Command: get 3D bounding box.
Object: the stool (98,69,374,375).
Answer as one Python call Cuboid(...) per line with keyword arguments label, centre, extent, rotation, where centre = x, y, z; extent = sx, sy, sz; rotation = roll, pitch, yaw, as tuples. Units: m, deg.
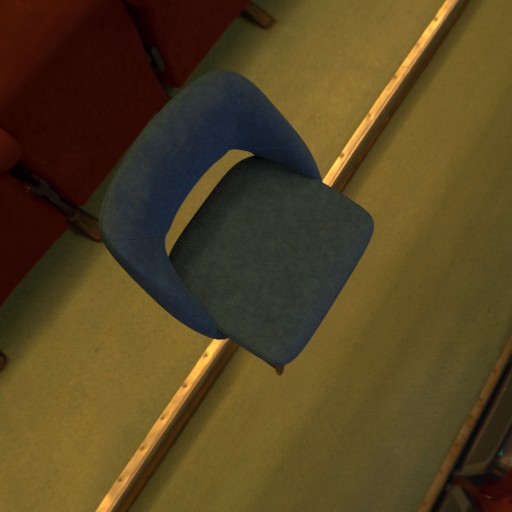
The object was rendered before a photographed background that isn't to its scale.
Cuboid(label="stool", centre=(0.000, 0.000, 1.259), extent=(0.524, 0.925, 0.536), rotation=(33, 78, 8))
